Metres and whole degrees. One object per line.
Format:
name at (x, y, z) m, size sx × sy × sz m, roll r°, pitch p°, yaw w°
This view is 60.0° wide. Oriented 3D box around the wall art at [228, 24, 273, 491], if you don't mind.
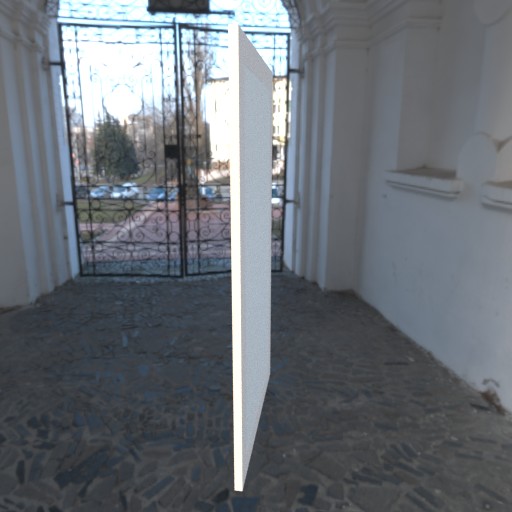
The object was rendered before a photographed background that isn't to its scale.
wall art at (0.000, 0.000, 0.810) m, size 0.013 × 0.683 × 0.380 m, roll 2°, pitch 14°, yaw 8°
